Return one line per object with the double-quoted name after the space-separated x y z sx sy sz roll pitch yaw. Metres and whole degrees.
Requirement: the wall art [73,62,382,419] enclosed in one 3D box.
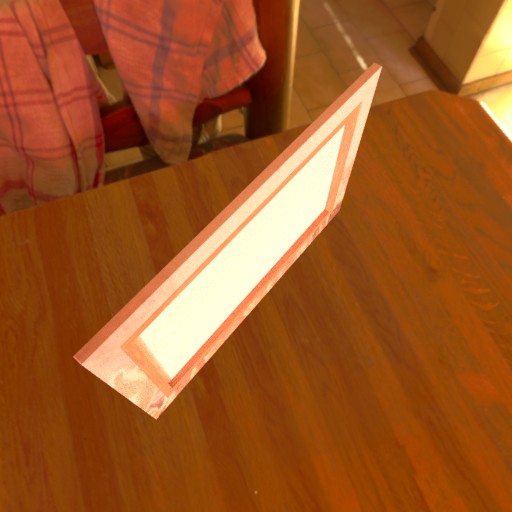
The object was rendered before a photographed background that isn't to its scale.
0.000 0.000 1.921 0.038 1.012 1.525 36 68 17 "wall art"
